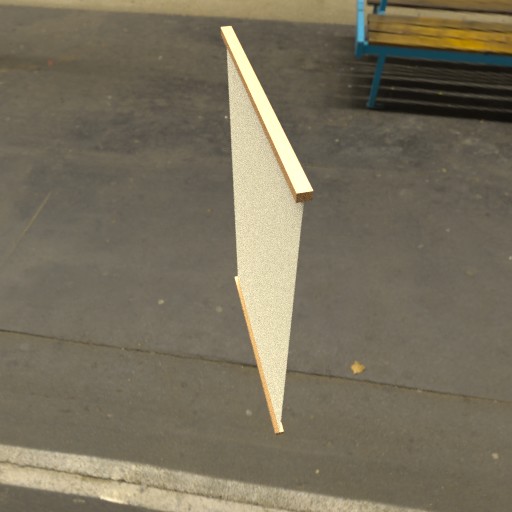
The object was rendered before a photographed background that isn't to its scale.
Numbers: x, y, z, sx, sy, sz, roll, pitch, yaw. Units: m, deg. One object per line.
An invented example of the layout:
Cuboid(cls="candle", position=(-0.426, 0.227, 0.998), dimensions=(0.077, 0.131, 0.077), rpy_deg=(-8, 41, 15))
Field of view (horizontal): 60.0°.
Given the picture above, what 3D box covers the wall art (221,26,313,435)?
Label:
Cuboid(cls="wall art", position=(0.000, 0.000, 1.289), dimensions=(0.027, 1.020, 0.669), rpy_deg=(-10, 49, -9))
